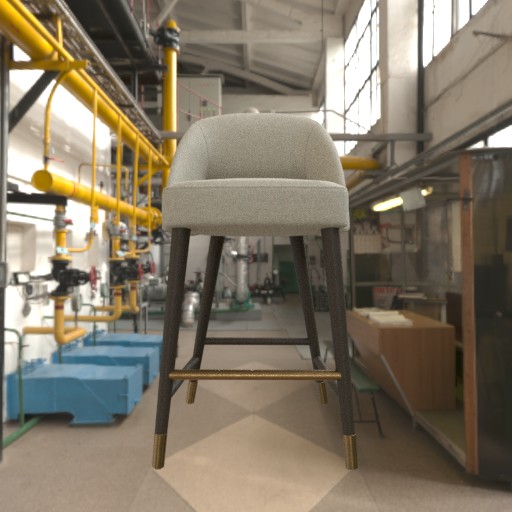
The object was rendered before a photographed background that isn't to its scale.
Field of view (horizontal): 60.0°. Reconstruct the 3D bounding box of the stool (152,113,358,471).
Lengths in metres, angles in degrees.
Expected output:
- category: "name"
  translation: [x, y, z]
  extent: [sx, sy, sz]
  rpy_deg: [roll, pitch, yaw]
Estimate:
- category: "stool"
  translation: [0.000, 0.000, 1.222]
  extent: [0.494, 0.940, 0.509]
  rpy_deg: [0, 0, 1]
